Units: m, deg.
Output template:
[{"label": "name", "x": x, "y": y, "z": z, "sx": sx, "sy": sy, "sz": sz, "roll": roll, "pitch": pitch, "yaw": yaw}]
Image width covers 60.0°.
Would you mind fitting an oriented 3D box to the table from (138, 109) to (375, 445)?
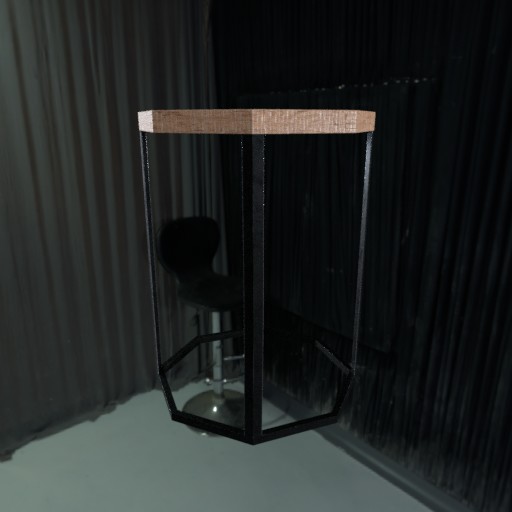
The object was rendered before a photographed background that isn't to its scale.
[{"label": "table", "x": 0.000, "y": 0.000, "z": 0.896, "sx": 0.437, "sy": 0.553, "sz": 0.437, "roll": -16, "pitch": 23, "yaw": -41}]
